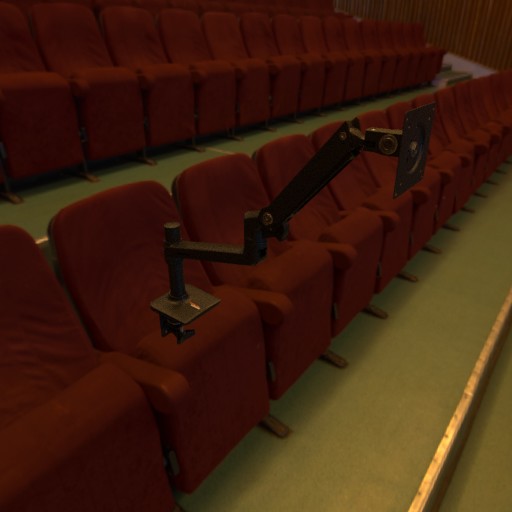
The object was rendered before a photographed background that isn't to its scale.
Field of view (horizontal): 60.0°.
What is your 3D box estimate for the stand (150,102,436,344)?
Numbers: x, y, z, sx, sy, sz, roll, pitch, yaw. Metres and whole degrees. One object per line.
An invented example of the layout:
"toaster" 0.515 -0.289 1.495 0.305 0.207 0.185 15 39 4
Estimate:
"stand" 0.000 0.000 1.024 0.650 0.713 0.152 18 32 32
